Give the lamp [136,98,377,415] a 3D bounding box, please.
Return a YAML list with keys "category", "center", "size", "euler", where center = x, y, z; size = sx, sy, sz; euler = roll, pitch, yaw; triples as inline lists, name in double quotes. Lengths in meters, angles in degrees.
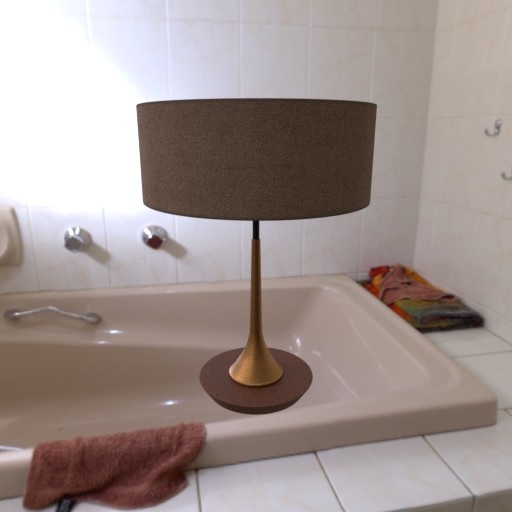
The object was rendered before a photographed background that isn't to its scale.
- category: "lamp"
  center: [0.000, 0.000, 0.828]
  size: [0.396, 0.551, 0.417]
  euler: [-3, 16, -9]
